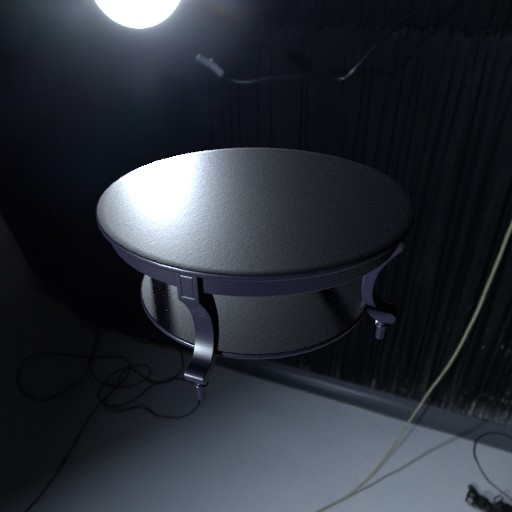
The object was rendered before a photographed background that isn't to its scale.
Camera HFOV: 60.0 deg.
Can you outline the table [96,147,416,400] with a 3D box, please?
[{"bbox_3d":[0.000,0.000,1.609,1.029,0.491,1.029,0,30,0],"label":"table"}]
